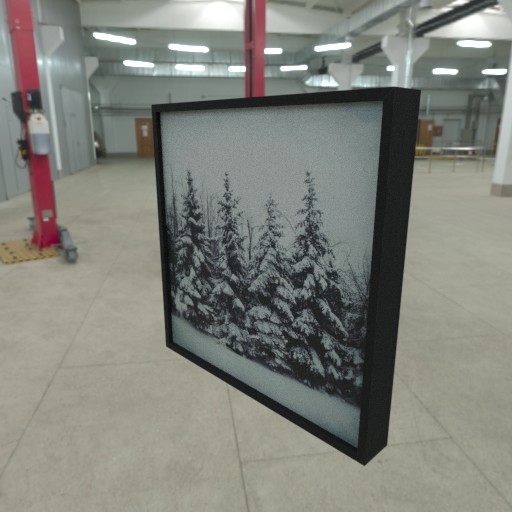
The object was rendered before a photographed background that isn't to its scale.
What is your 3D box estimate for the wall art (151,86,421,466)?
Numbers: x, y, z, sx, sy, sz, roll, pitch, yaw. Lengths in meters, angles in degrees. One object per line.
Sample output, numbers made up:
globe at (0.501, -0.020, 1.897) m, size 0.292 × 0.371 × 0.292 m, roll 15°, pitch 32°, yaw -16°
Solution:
wall art at (0.000, 0.000, 0.456) m, size 0.037 × 0.305 × 0.305 m, roll -15°, pitch 22°, yaw -42°
